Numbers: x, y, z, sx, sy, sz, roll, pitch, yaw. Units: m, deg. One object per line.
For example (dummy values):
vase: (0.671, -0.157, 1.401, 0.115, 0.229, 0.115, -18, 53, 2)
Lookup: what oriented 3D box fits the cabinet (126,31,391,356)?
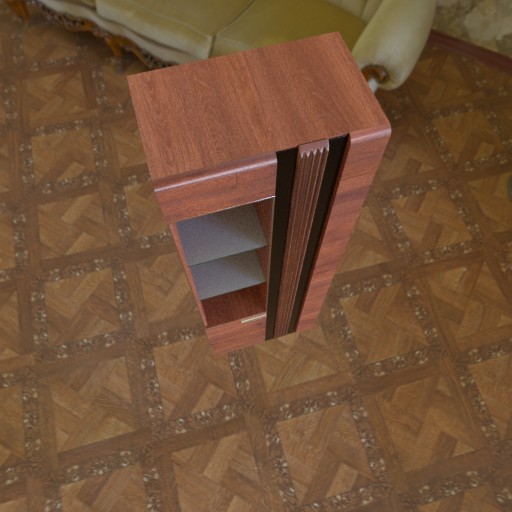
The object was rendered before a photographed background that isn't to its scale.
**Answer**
cabinet: (0.000, 0.000, 2.134, 0.660, 1.980, 0.420, -15, 65, -7)
